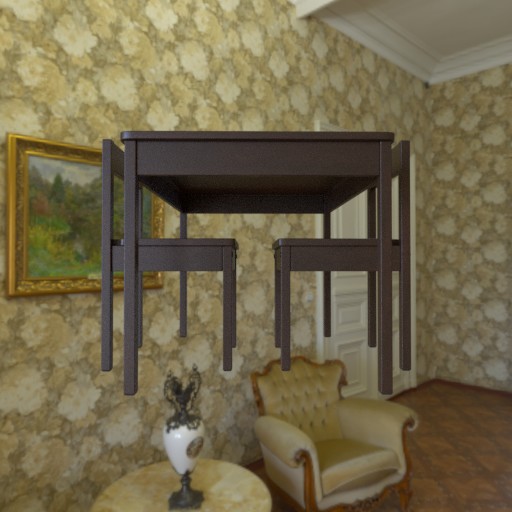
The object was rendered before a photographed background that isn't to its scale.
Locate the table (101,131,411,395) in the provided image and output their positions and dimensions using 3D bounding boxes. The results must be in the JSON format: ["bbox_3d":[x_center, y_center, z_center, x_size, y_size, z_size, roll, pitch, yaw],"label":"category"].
[{"bbox_3d":[0.000,0.000,1.102,0.672,0.503,0.650,0,-1,-1],"label":"table"}]
